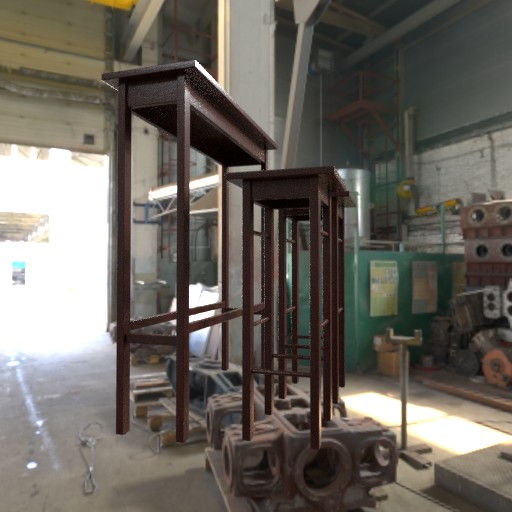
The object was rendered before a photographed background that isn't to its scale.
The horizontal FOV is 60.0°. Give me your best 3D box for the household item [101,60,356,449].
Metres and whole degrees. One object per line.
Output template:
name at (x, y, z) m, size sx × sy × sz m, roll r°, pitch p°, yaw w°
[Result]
household item at (0.000, 0.000, 1.639) m, size 0.676 × 1.067 × 0.914 m, roll 0°, pitch -1°, yaw 17°
